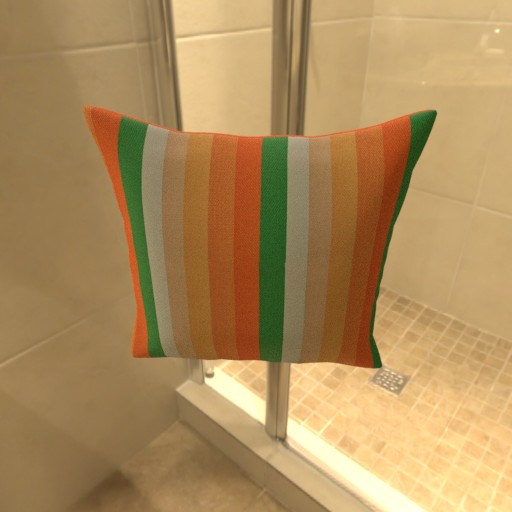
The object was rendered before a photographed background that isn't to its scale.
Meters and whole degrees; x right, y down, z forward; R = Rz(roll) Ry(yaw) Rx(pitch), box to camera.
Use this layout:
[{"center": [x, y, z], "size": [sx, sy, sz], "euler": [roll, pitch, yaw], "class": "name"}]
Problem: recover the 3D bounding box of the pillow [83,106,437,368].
[{"center": [0.000, 0.000, 0.680], "size": [0.453, 0.444, 0.169], "euler": [2, 32, 3], "class": "pillow"}]
